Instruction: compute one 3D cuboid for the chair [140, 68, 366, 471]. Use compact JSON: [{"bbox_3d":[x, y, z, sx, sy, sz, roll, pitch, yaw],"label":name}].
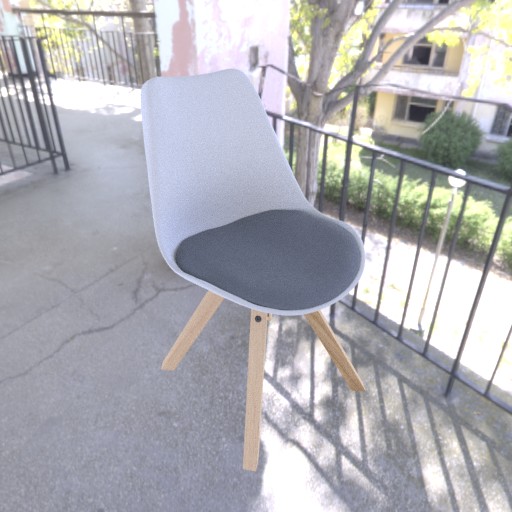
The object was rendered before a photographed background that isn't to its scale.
[{"bbox_3d":[0.000,0.000,1.172,0.485,0.850,0.550,-22,37,-32],"label":"chair"}]
